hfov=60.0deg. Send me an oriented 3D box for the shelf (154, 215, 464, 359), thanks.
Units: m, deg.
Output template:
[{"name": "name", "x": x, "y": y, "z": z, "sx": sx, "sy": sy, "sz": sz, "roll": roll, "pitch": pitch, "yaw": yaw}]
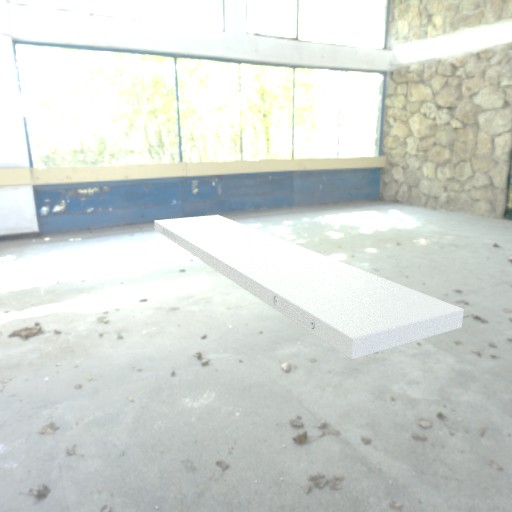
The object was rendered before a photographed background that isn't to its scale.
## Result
[{"name": "shelf", "x": 0.000, "y": 0.000, "z": 0.667, "sx": 0.140, "sy": 0.020, "sz": 0.610, "roll": -8, "pitch": 17, "yaw": -27}]
